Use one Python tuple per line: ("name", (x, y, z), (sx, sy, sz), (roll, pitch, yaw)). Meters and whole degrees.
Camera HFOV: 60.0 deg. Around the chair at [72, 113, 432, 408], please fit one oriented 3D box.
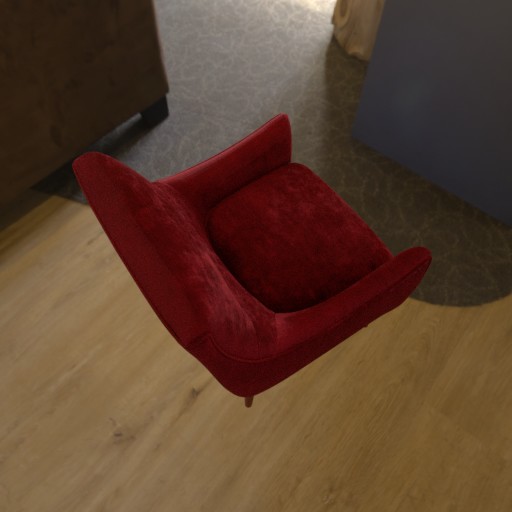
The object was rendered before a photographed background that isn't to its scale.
("chair", (0.000, 0.000, 1.462), (0.787, 0.838, 0.762), (-30, 62, -17))
